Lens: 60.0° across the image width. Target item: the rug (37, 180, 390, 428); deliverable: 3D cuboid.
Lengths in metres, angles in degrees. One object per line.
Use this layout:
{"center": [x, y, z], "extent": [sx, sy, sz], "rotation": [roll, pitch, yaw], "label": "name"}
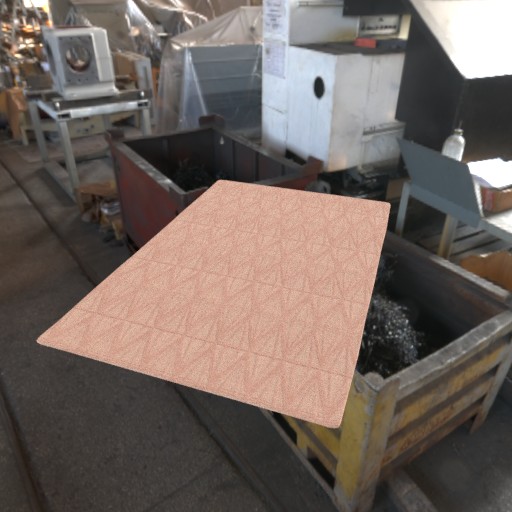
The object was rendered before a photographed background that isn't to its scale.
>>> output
{"center": [0.000, 0.000, 3.042], "extent": [1.609, 0.015, 2.390], "rotation": [11, 33, 17], "label": "rug"}
